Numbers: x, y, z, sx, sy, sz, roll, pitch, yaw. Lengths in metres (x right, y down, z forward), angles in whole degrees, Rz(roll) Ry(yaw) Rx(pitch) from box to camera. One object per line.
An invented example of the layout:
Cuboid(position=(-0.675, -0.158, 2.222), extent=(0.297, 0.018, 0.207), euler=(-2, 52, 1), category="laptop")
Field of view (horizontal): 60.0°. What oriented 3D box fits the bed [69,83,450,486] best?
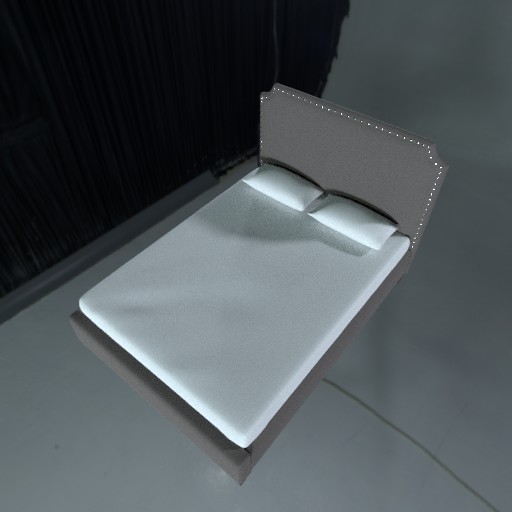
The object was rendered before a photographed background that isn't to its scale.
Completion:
Cuboid(position=(0.000, 0.000, 3.359), extent=(1.713, 1.443, 2.372), euler=(31, 54, 26), category="bed")
